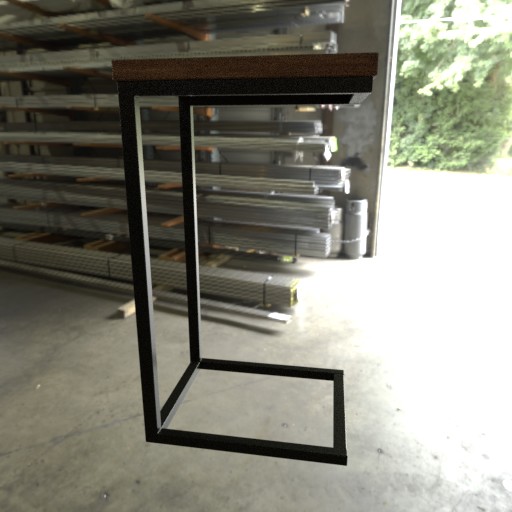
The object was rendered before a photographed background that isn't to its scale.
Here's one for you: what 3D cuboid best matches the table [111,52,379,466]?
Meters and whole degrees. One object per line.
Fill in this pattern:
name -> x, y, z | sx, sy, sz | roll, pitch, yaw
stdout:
table -> 0.000, 0.000, 0.920 | 0.414, 0.718, 0.323 | 3, 16, 9
